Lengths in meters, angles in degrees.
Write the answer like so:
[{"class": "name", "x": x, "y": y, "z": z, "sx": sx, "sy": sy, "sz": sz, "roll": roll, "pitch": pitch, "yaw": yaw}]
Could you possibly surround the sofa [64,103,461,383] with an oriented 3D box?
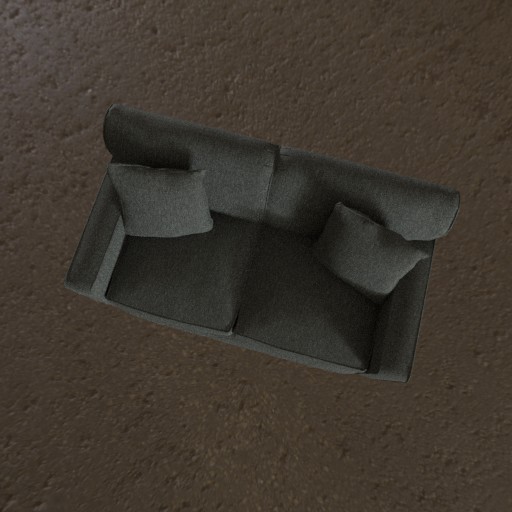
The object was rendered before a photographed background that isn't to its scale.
[{"class": "sofa", "x": 0.000, "y": 0.000, "z": 2.505, "sx": 1.846, "sy": 0.958, "sz": 0.998, "roll": 15, "pitch": 76, "yaw": 4}]
